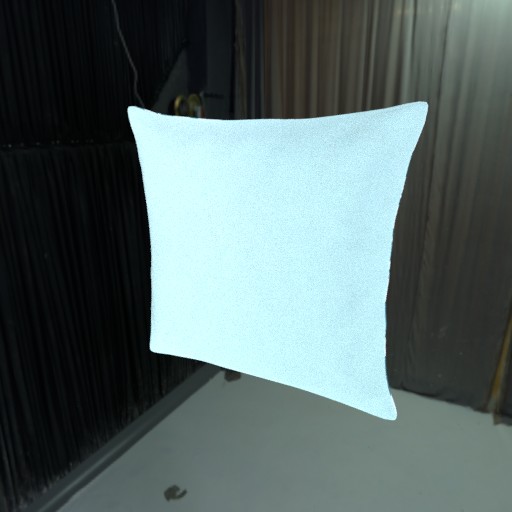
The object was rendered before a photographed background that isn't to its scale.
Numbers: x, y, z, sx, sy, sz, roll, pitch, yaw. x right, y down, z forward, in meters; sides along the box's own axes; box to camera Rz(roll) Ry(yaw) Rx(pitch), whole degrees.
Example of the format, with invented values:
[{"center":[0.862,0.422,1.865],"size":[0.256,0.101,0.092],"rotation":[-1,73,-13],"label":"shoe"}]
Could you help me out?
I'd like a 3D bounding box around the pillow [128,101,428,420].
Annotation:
[{"center":[0.000,0.000,0.782],"size":[0.525,0.508,0.166],"rotation":[8,19,26],"label":"pillow"}]
